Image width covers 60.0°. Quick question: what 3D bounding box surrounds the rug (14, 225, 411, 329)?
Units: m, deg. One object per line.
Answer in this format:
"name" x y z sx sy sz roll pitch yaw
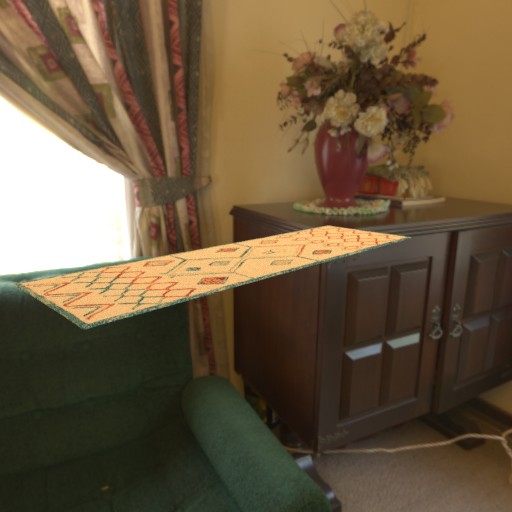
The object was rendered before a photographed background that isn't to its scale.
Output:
"rug" 0.000 0.000 2.636 2.435 0.011 0.750 -13 18 -43
